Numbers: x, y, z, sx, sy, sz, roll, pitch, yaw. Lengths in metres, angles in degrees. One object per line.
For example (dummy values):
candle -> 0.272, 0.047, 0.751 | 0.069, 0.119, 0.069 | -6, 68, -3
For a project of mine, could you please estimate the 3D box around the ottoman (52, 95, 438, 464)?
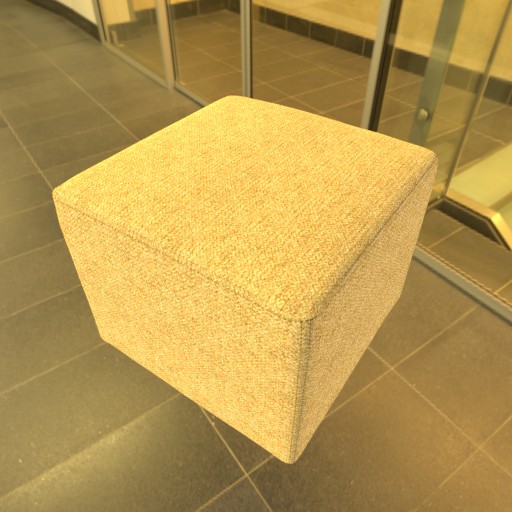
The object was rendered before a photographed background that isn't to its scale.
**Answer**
ottoman -> 0.000, 0.000, 0.900 | 0.505, 0.441, 0.512 | 25, 47, 25
